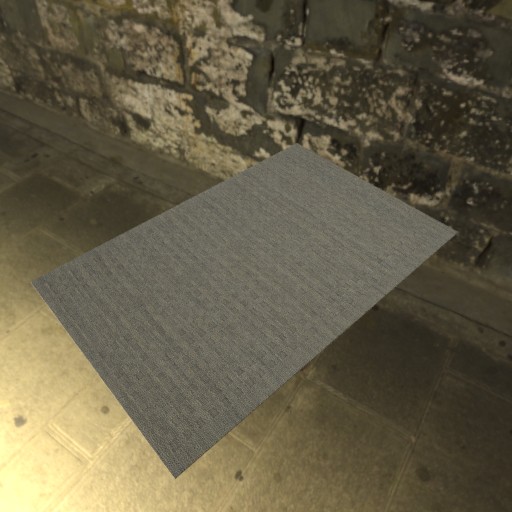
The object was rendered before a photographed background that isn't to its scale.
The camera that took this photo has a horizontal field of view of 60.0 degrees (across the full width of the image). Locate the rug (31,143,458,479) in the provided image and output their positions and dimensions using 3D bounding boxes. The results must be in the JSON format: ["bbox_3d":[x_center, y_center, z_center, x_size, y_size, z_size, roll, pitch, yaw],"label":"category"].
[{"bbox_3d":[0.000,0.000,2.146,1.752,0.006,1.142,-33,54,-28],"label":"rug"}]
